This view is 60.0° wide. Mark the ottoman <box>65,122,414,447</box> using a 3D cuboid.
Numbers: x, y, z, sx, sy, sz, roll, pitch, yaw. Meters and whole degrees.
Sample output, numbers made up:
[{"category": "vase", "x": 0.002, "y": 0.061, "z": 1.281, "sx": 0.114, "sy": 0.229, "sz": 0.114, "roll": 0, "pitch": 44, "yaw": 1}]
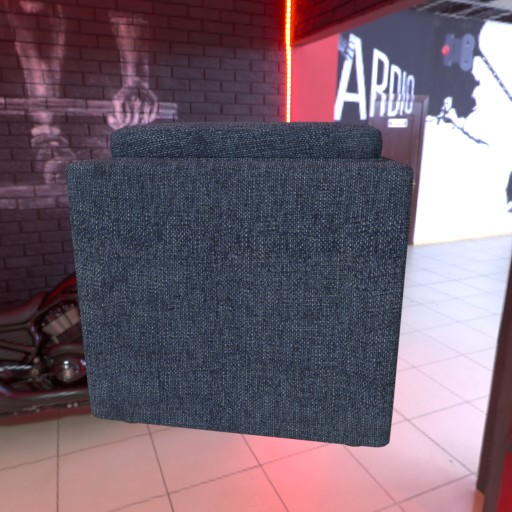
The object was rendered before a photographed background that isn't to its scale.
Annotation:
[{"category": "ottoman", "x": 0.000, "y": 0.000, "z": 0.802, "sx": 0.450, "sy": 0.460, "sz": 0.450, "roll": 2, "pitch": 15, "yaw": 9}]
